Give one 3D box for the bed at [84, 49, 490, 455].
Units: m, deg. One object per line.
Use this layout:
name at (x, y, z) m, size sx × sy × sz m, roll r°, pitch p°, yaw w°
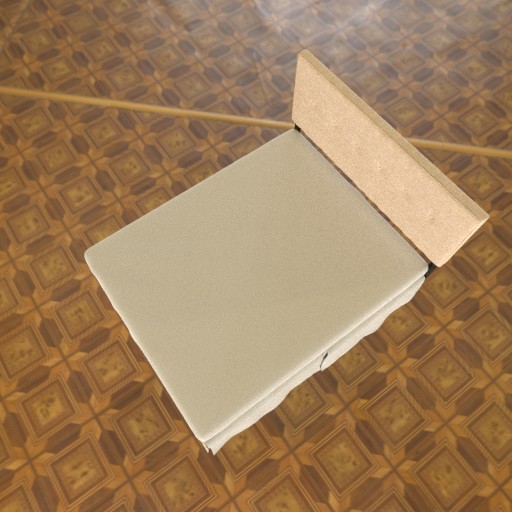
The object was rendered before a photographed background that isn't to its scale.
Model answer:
bed at (0.000, 0.000, 2.982) m, size 1.978 × 1.270 × 1.643 m, roll -34°, pitch 69°, yaw -14°
